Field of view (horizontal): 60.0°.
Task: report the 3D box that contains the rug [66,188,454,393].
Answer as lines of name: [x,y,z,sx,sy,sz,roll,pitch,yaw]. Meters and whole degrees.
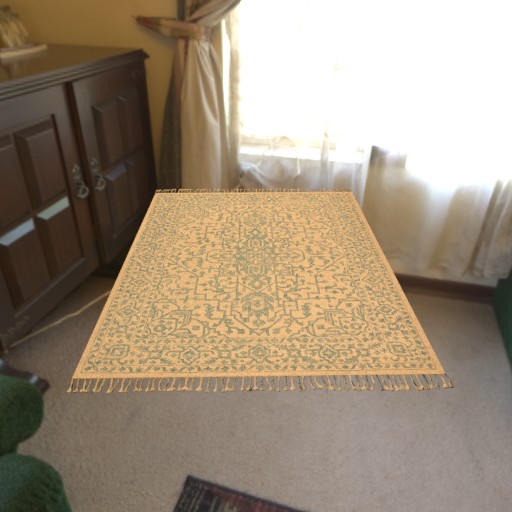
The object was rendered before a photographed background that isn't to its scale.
rug: [0.000,0.000,4.200,2.464,0.010,3.327,-1,31,-1]
